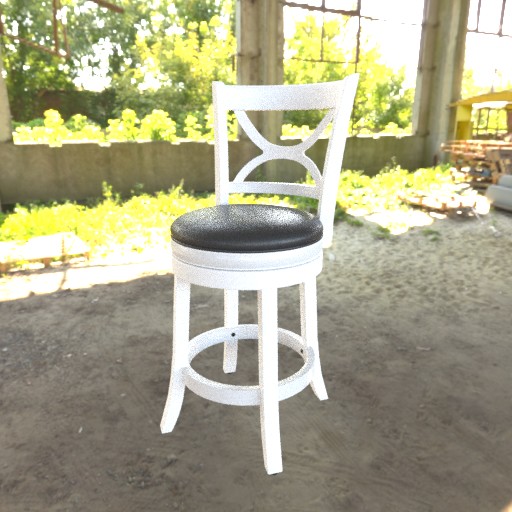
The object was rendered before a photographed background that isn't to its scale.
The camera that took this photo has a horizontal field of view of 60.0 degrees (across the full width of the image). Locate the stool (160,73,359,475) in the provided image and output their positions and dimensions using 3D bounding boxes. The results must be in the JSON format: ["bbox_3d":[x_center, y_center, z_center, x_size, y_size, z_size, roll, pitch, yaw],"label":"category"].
[{"bbox_3d":[0.000,0.000,1.233,0.444,0.953,0.508,8,18,26],"label":"stool"}]
